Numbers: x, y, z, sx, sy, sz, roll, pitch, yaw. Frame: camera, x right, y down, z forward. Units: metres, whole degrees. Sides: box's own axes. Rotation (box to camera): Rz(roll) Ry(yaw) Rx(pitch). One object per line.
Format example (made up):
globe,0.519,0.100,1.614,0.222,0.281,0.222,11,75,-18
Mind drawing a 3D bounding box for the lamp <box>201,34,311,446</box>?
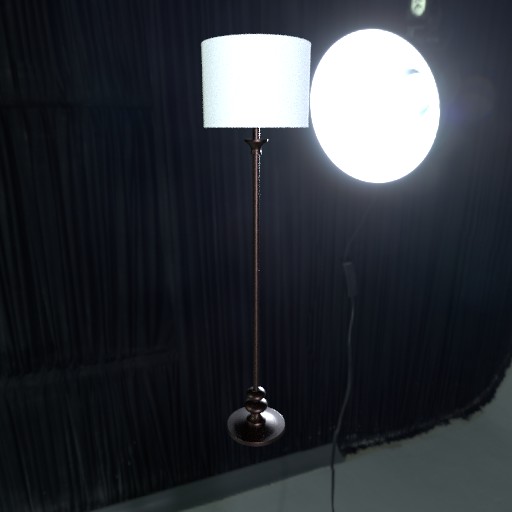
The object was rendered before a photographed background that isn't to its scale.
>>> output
lamp,0.000,0.000,1.647,0.356,1.487,0.356,-8,18,-24
